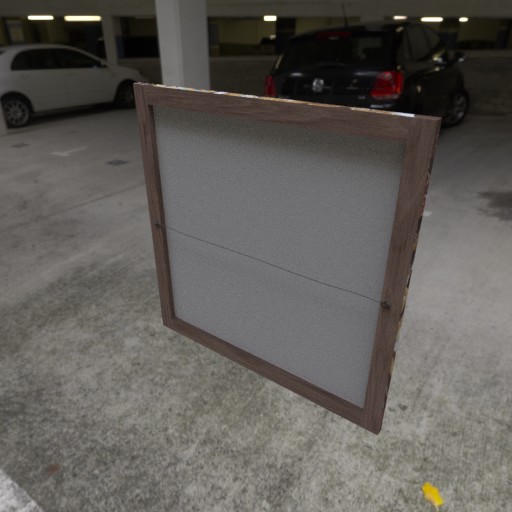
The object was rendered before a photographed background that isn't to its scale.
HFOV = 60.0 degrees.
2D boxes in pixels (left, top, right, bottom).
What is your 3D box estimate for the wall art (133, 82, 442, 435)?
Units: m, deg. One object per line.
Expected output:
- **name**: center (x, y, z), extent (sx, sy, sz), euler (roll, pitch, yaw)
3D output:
- **wall art**: center (0.000, 0.000, 1.116), extent (0.757, 0.762, 0.028), euler (19, 34, 31)
